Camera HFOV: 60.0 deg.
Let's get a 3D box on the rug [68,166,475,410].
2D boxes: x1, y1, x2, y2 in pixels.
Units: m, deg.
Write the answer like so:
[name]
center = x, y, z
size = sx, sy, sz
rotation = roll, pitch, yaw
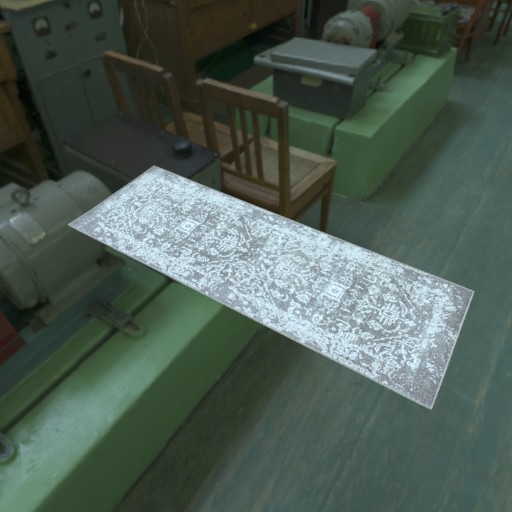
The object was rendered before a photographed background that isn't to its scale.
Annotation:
[rug]
center = 0.000, 0.000, 2.759
size = 2.452, 0.017, 0.855
rotation = 24, 49, 22
